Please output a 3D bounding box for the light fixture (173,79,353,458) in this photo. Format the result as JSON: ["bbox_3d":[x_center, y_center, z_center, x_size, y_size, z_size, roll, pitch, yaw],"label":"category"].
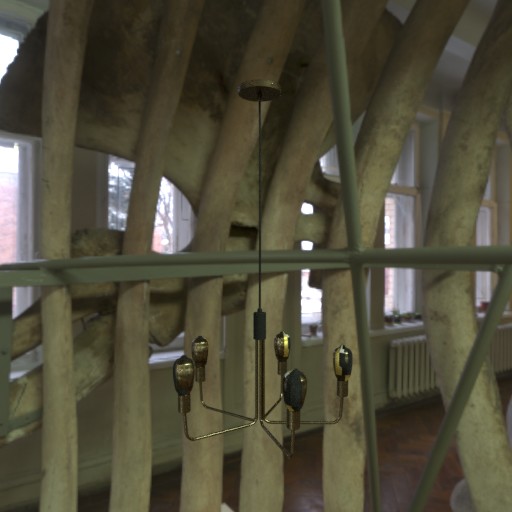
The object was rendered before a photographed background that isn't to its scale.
[{"bbox_3d":[0.000,0.000,1.367,0.532,1.059,0.588,0,0,-35],"label":"light fixture"}]
